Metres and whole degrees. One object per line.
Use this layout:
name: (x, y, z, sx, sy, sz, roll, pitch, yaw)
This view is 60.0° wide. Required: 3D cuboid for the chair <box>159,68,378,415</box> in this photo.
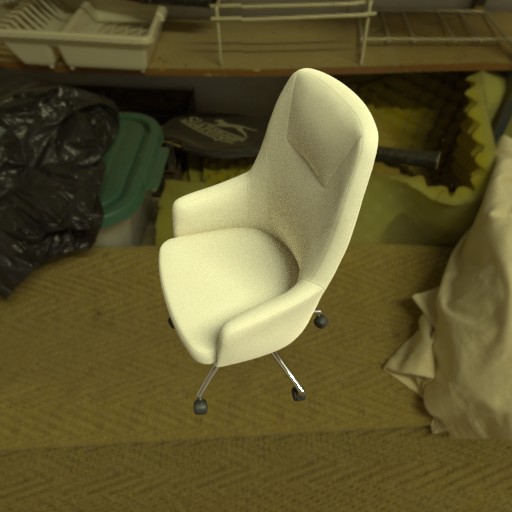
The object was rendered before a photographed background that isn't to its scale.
chair: (0.000, 0.000, 1.466, 0.640, 1.049, 0.620, -15, 49, -14)
